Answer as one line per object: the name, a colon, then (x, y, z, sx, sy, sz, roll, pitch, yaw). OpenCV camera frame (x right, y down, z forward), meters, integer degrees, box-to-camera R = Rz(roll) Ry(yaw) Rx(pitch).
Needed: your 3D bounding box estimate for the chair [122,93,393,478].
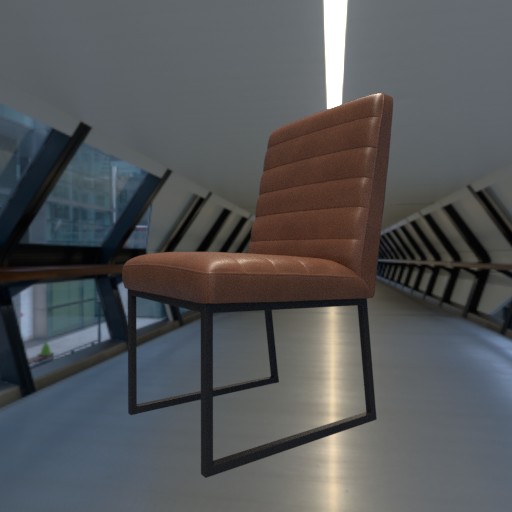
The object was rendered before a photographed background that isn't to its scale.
chair: (0.000, 0.000, 1.291, 0.634, 0.930, 0.520, 0, 1, -36)
